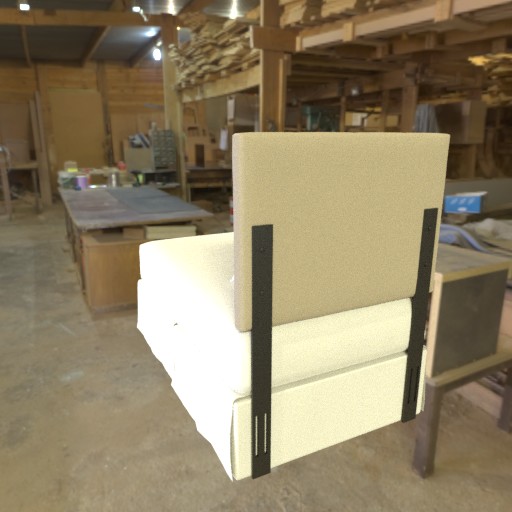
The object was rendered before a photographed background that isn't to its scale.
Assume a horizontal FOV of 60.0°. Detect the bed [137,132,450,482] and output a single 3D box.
[{"bbox_3d":[0.000,0.000,2.947,1.261,1.571,1.997,-7,17,-26],"label":"bed"}]
